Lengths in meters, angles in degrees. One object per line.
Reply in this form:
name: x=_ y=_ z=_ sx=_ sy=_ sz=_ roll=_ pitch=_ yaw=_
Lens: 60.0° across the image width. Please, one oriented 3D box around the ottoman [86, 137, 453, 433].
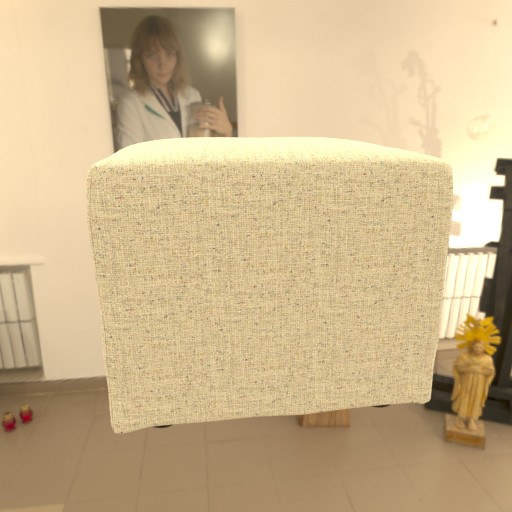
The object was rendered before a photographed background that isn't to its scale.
ottoman: x=0.000 y=0.000 z=0.877 sx=0.521 sy=0.453 sz=0.512 roll=-2 pitch=16 yaw=-8
